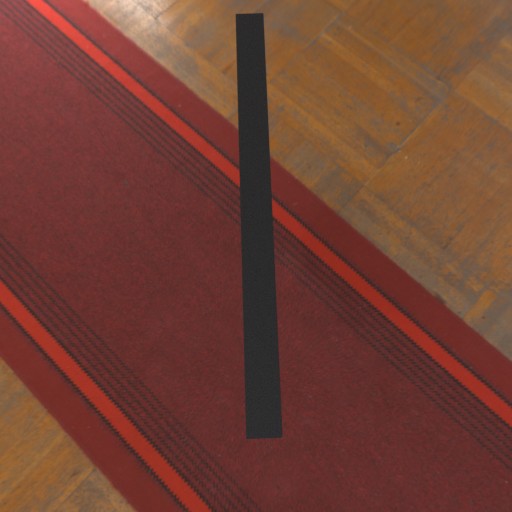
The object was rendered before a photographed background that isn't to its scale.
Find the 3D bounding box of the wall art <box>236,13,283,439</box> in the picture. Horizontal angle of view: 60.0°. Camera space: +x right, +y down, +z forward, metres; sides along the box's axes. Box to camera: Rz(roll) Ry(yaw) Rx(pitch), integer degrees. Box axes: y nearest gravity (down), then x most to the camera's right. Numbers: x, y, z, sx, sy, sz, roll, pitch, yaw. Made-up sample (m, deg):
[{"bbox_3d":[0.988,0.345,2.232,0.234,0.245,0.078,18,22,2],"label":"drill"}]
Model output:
[{"bbox_3d":[0.000,0.000,0.743,0.036,0.503,0.506,-2,75,0],"label":"wall art"}]
